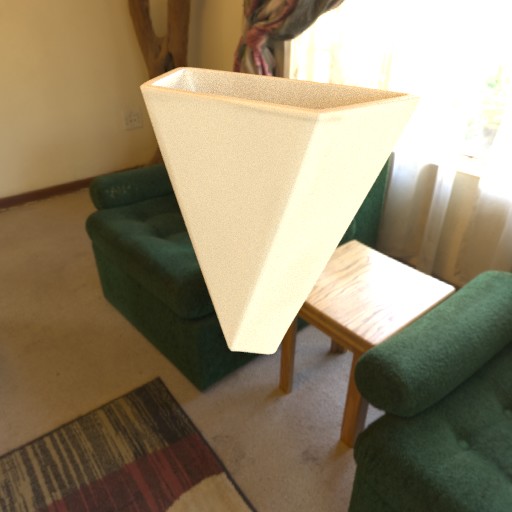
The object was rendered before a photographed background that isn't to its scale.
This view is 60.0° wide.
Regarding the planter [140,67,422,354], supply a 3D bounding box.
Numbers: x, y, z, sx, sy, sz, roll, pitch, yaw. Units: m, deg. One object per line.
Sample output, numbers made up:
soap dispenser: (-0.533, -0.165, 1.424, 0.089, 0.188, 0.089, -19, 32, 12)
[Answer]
planter: (0.000, 0.000, 0.272, 0.150, 0.197, 0.060, 20, 36, 29)
